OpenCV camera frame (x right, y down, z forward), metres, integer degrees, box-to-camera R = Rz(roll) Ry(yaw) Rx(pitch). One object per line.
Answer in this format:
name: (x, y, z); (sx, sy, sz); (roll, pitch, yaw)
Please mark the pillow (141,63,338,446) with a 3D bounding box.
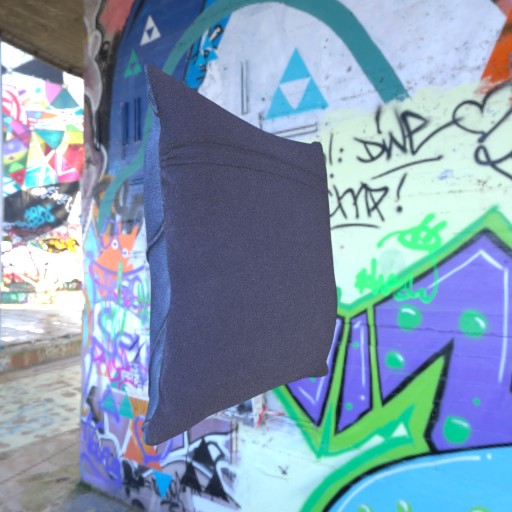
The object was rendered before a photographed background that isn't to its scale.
pillow: (0.000, 0.000, 0.670); (0.183, 0.440, 0.439); (-1, -2, 35)
